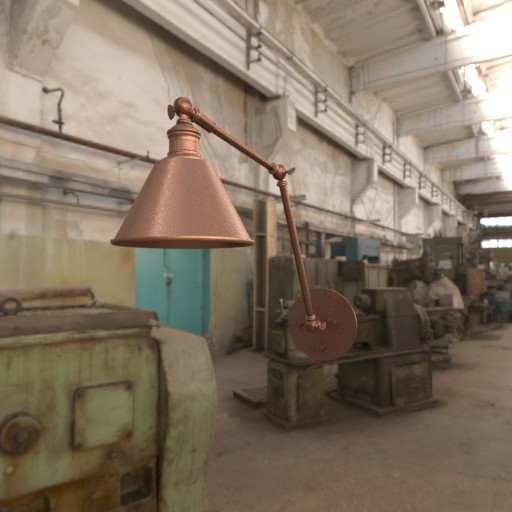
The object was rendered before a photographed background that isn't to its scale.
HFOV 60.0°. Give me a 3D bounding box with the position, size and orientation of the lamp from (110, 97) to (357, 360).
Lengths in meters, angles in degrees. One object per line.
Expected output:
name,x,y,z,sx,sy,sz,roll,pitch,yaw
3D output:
lamp,0.000,0.000,0.869,0.223,0.502,0.624,-1,-2,35
